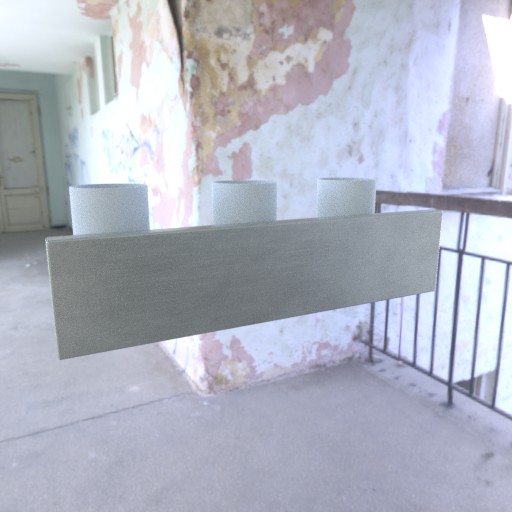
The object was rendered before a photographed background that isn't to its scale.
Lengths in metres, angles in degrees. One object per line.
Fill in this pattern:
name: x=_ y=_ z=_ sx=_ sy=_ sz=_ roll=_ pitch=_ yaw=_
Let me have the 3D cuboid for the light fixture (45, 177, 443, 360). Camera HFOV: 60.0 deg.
light fixture: x=0.000 y=0.000 z=0.530 sx=0.451 sy=0.172 sz=0.145 roll=-6 pitch=14 yaw=-26
